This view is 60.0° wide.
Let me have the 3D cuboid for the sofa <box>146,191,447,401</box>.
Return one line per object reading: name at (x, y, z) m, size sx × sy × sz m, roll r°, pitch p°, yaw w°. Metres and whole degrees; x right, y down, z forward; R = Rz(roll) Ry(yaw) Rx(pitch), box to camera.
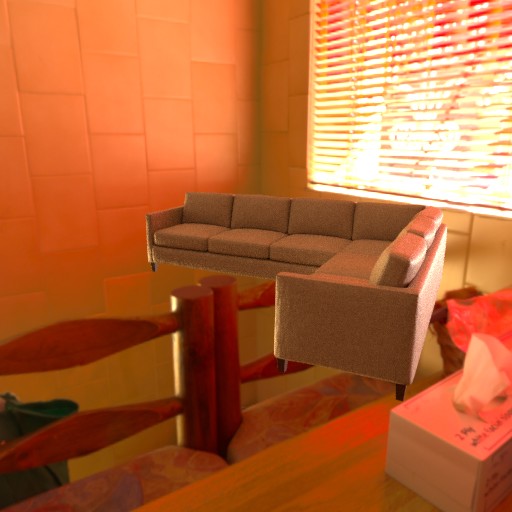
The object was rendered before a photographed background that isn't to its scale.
sofa at (0.000, 0.000, 4.384) m, size 3.333 × 0.934 × 2.522 m, roll 7°, pitch 16°, yaw 25°
